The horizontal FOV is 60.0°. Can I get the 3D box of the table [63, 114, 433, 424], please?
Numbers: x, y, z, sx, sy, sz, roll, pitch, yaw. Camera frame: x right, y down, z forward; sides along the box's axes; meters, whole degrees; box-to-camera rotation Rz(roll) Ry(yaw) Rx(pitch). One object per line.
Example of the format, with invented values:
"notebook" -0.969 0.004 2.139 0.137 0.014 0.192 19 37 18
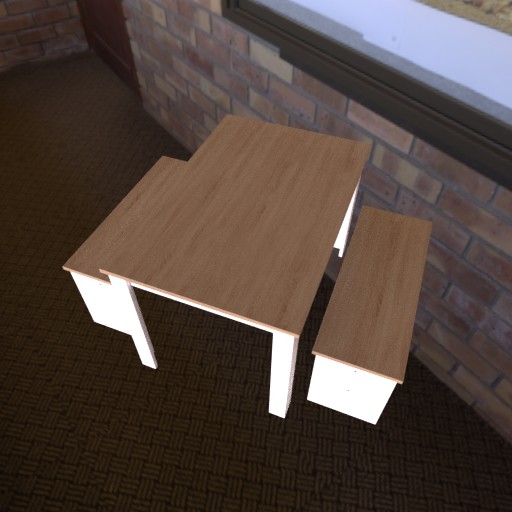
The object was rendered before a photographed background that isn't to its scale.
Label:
"table" 0.000 0.000 2.053 1.443 0.700 1.100 16 50 14
